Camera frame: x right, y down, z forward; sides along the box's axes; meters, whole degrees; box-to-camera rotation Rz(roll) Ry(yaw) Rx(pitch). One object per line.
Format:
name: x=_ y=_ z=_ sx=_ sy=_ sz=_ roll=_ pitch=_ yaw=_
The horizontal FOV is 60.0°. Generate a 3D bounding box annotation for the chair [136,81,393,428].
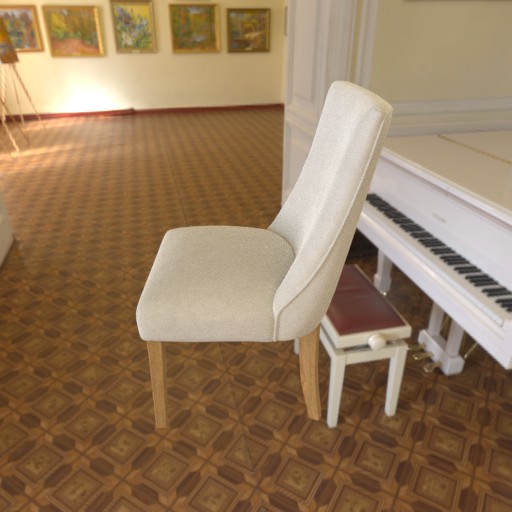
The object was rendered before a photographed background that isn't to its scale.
chair: x=0.000 y=0.000 z=1.280 sx=0.610 sy=0.902 sz=0.495 roll=0 pitch=28 yaw=-1
